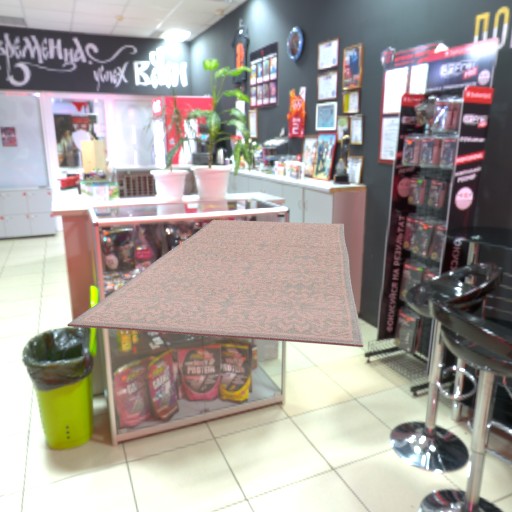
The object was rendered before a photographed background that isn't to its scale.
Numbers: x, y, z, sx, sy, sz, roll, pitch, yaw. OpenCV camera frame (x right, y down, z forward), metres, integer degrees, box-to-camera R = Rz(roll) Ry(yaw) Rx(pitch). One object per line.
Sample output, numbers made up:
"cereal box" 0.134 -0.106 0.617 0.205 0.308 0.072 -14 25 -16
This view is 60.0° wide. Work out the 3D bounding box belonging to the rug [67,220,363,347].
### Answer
"rug" 0.000 0.000 1.458 0.604 0.007 1.219 2 15 9
